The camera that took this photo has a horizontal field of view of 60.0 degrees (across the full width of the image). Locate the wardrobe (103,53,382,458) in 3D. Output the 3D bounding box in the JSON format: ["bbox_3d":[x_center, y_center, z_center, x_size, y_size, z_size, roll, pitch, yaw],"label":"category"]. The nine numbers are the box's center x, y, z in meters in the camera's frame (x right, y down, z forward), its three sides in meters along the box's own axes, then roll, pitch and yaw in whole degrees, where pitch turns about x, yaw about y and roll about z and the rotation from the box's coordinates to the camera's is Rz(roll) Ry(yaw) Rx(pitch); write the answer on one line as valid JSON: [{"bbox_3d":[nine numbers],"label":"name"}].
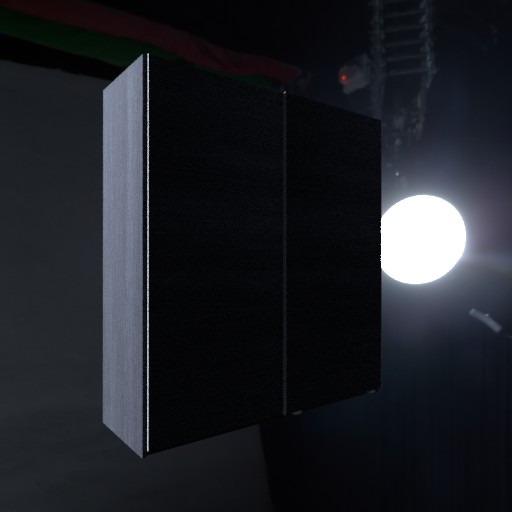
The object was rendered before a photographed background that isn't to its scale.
[{"bbox_3d":[0.000,0.000,2.891,1.780,1.960,0.629,0,0,-37],"label":"wardrobe"}]
